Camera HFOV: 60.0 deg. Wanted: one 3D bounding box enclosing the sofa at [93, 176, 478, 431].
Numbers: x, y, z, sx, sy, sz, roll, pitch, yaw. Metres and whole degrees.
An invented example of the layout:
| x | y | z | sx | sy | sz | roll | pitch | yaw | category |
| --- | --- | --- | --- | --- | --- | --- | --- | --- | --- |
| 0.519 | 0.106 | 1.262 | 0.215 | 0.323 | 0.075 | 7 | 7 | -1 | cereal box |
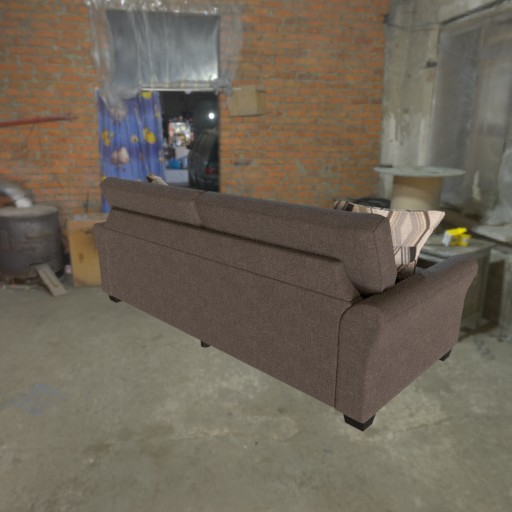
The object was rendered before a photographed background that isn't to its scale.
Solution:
| x | y | z | sx | sy | sz | roll | pitch | yaw | category |
| --- | --- | --- | --- | --- | --- | --- | --- | --- | --- |
| 0.000 | 0.000 | 2.442 | 2.032 | 0.813 | 0.889 | 15 | 22 | 42 | sofa |
